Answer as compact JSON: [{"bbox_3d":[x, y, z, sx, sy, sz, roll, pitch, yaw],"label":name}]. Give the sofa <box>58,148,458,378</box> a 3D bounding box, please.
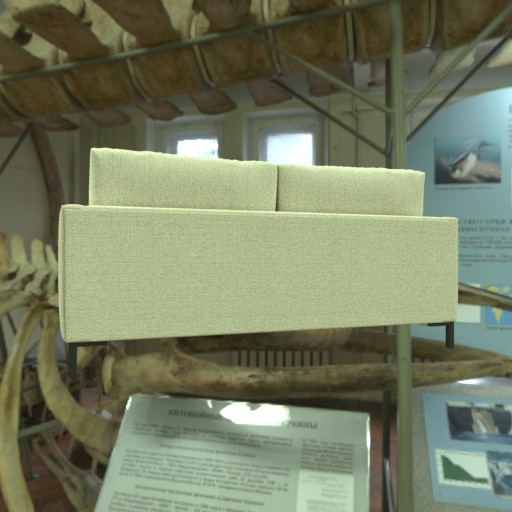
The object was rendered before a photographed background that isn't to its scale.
[{"bbox_3d":[0.000,0.000,2.101,1.651,0.812,0.839,0,0,-18],"label":"sofa"}]
